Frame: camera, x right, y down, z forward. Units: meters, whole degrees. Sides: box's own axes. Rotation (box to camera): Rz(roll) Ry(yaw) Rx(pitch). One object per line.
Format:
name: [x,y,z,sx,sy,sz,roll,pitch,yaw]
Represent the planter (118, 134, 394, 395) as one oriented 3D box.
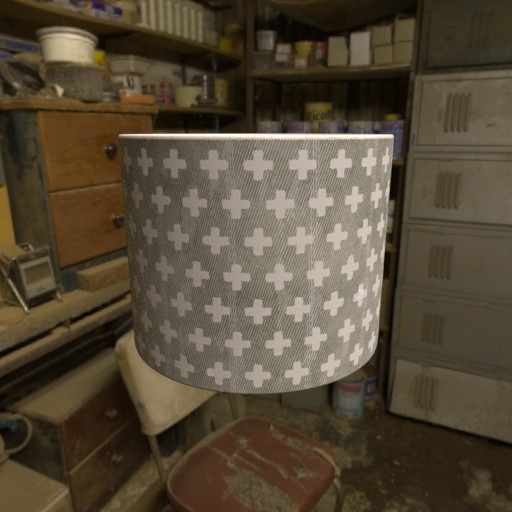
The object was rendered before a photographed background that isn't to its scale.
planter: [0.000,0.000,0.343,0.190,0.181,0.190,0,16,0]
